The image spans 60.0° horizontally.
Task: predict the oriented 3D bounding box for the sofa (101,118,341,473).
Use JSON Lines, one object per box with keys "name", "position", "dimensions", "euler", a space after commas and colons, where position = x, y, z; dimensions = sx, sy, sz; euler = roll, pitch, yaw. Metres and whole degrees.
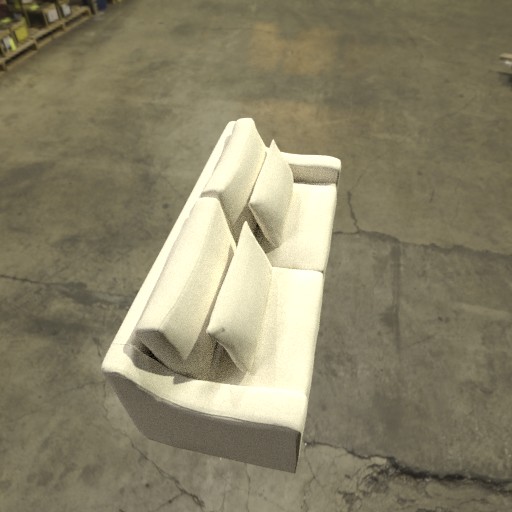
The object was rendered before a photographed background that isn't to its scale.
{"name": "sofa", "position": [0.000, 0.000, 3.108], "dimensions": [1.009, 1.022, 2.470], "euler": [9, 46, 9]}
